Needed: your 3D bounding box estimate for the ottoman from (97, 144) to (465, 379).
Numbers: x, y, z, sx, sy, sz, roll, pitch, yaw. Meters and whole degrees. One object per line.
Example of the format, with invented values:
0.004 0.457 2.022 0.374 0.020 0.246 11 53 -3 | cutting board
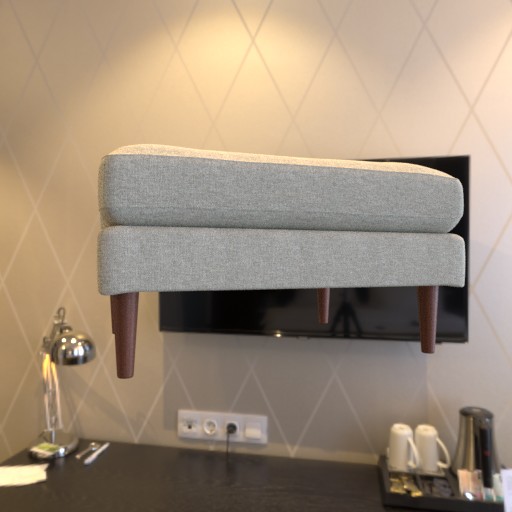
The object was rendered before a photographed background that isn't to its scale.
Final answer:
0.000 0.000 1.229 0.821 0.474 0.693 0 -1 -19 | ottoman
